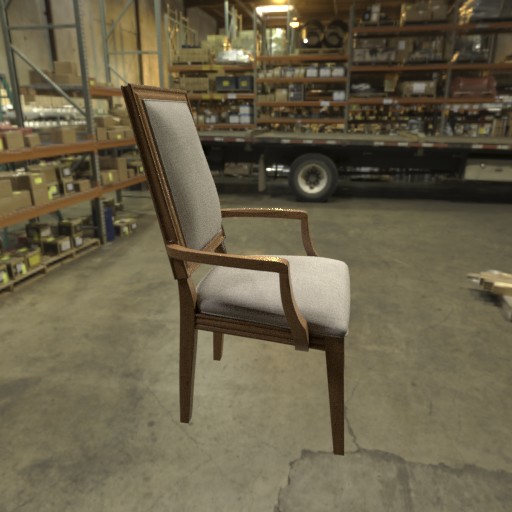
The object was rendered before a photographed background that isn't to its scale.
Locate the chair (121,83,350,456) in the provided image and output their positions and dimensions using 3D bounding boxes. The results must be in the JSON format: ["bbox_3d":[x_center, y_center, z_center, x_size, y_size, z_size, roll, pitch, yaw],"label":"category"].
[{"bbox_3d":[0.000,0.000,1.383,0.602,0.990,0.606,3,18,10],"label":"chair"}]
